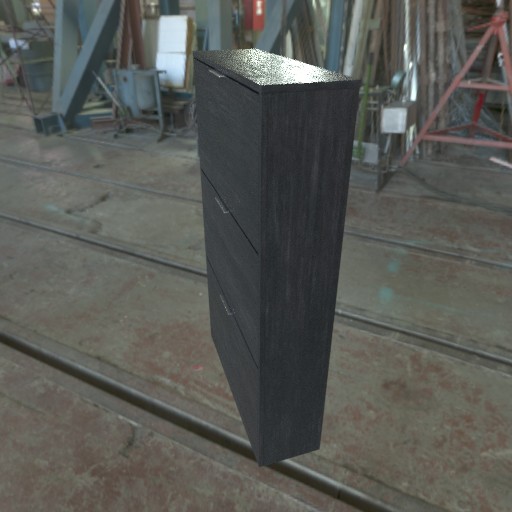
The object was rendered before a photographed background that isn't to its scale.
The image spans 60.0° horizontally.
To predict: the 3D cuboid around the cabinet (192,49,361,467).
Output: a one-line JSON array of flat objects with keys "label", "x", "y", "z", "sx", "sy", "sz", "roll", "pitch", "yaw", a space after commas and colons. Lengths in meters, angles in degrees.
[{"label": "cabinet", "x": 0.000, "y": 0.000, "z": 1.588, "sx": 0.250, "sy": 1.280, "sz": 0.750, "roll": -9, "pitch": 31, "yaw": -16}]
